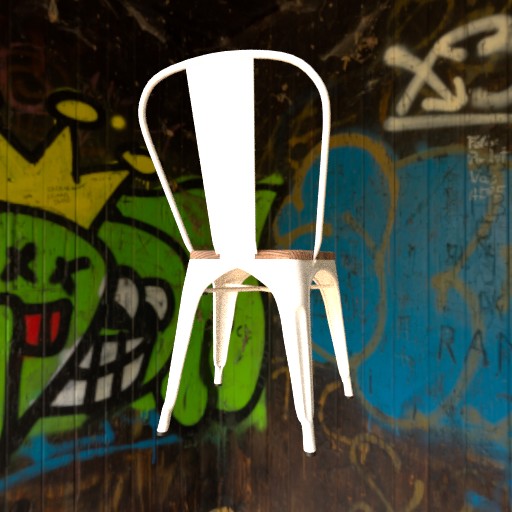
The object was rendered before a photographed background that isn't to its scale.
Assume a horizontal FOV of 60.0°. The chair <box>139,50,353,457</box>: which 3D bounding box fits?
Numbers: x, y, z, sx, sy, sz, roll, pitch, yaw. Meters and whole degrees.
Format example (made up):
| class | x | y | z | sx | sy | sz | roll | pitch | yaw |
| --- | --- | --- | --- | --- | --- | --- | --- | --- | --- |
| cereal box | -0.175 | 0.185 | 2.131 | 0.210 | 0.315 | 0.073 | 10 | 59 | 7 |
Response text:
| class | x | y | z | sx | sy | sz | roll | pitch | yaw |
| --- | --- | --- | --- | --- | --- | --- | --- | --- | --- |
| chair | 0.000 | 0.000 | 1.171 | 0.452 | 0.851 | 0.521 | 0 | -1 | 18 |
